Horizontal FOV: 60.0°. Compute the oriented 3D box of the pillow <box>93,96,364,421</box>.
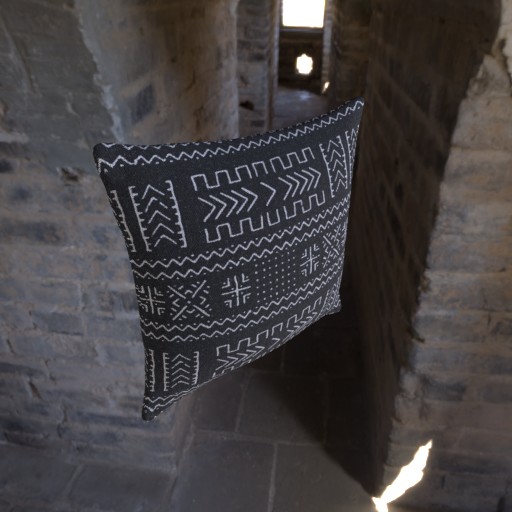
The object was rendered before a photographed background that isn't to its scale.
[{"bbox_3d":[0.000,0.000,0.683,0.438,0.430,0.164,-22,37,-33],"label":"pillow"}]
